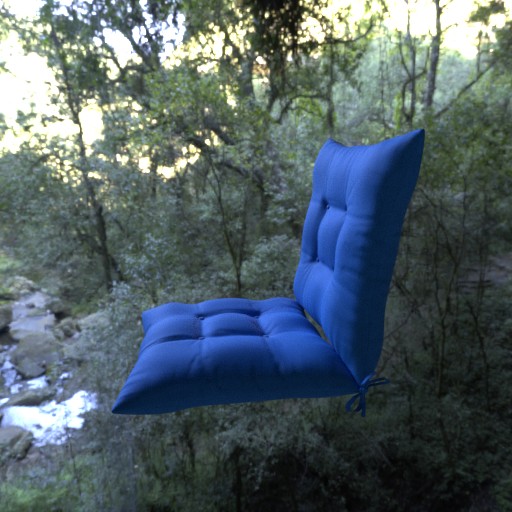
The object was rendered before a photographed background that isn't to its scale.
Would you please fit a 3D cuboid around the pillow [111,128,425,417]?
[{"bbox_3d":[0.000,0.000,1.007,0.585,0.536,0.541,-2,13,-8],"label":"pillow"}]
